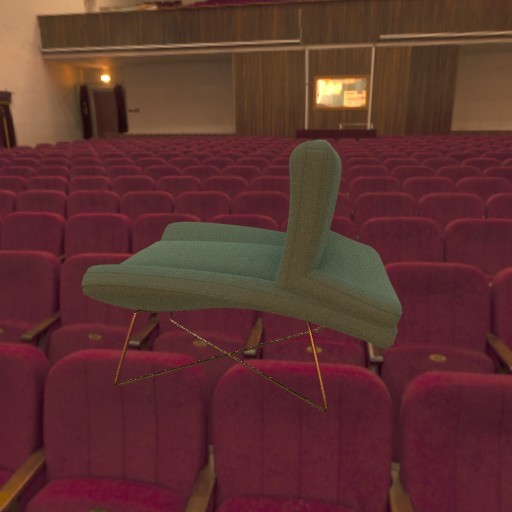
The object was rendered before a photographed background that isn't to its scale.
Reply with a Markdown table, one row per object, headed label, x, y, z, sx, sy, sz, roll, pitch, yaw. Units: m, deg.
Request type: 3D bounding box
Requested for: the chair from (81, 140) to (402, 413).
| label | x | y | z | sx | sy | sz | roll | pitch | yaw |
| --- | --- | --- | --- | --- | --- | --- | --- | --- | --- |
| chair | 0.000 | 0.000 | 1.689 | 1.008 | 0.855 | 0.859 | 2 | 15 | 9 |
